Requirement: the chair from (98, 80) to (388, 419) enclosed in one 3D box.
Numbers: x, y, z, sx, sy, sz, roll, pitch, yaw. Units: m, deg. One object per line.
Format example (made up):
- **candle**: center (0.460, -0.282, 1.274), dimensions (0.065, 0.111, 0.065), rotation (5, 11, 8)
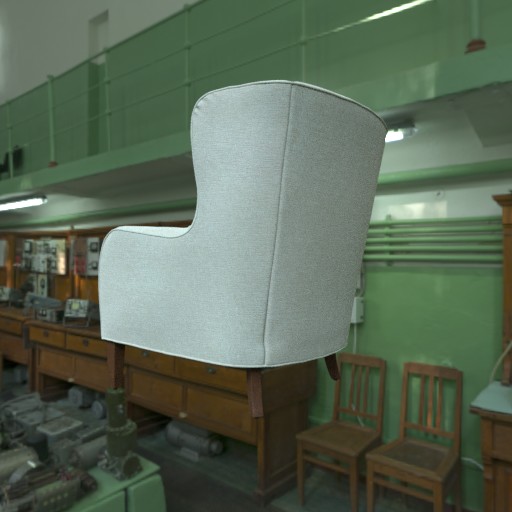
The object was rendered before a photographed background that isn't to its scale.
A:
- **chair**: center (0.000, 0.000, 1.771), dimensions (0.966, 1.040, 0.838), rotation (0, 0, 37)
